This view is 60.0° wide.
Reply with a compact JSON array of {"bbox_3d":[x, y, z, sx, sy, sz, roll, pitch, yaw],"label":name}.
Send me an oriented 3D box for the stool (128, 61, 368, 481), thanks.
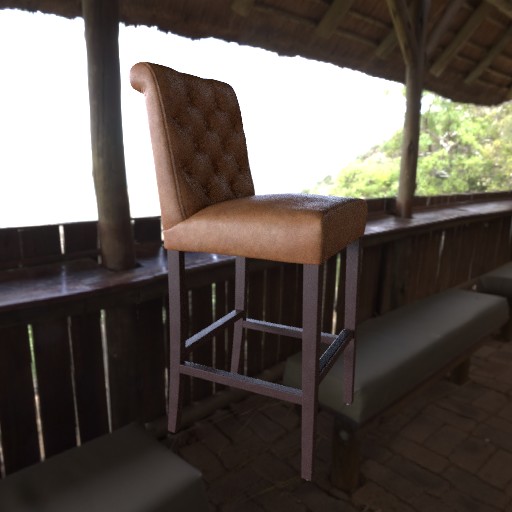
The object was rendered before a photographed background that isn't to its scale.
[{"bbox_3d":[0.000,0.000,1.424,0.601,1.140,0.493,7,15,26],"label":"stool"}]
